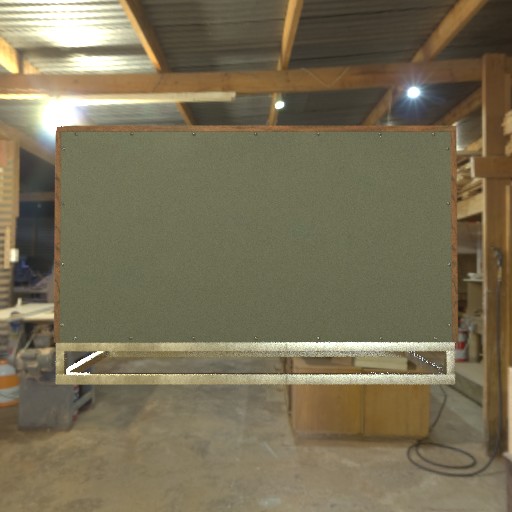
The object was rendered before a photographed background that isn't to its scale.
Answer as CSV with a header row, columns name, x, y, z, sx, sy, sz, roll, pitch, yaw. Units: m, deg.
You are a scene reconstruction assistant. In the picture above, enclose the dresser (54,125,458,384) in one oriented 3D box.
name,x,y,z,sx,sy,sz,roll,pitch,yaw
dresser,0.000,0.000,2.118,1.646,1.061,0.623,0,-1,0
